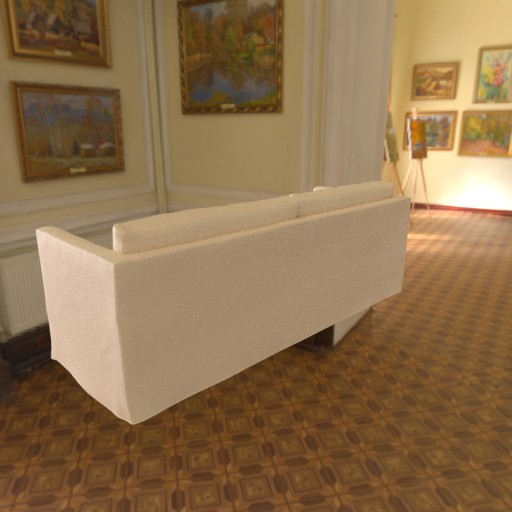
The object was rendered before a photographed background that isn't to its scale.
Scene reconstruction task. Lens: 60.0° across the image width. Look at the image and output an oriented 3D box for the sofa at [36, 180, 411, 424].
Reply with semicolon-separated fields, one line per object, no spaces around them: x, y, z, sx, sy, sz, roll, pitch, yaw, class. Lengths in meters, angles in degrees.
0.000;0.000;3.316;2.779;0.999;1.036;-15;22;-42;sofa
